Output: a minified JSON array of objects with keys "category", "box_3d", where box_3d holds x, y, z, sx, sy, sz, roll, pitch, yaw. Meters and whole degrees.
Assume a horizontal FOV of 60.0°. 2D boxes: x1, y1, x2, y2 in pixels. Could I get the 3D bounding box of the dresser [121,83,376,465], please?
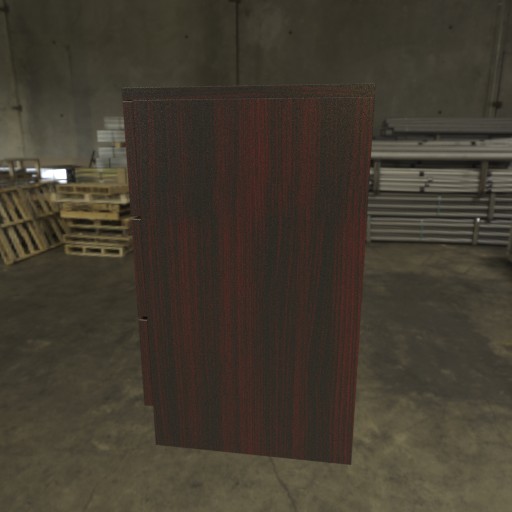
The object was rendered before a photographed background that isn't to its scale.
[{"category":"dresser","box_3d":[0.000,0.000,0.837,0.360,0.560,0.400,2,15,8]}]
